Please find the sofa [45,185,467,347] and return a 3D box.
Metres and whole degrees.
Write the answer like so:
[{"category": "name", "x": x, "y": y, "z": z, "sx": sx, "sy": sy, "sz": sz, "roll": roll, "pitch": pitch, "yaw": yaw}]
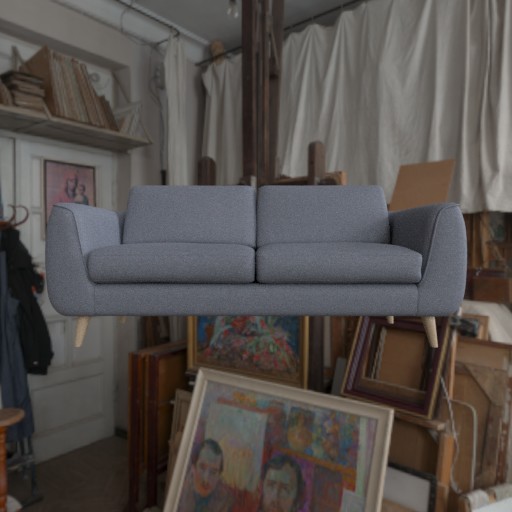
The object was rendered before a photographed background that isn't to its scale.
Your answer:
[{"category": "sofa", "x": 0.000, "y": 0.000, "z": 2.526, "sx": 2.000, "sy": 0.870, "sz": 0.920, "roll": 0, "pitch": 1, "yaw": 0}]
